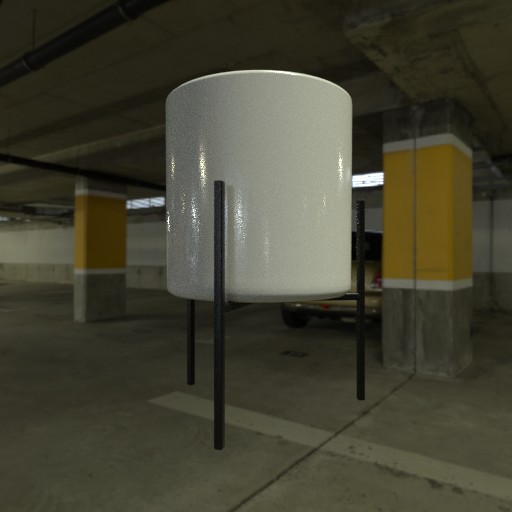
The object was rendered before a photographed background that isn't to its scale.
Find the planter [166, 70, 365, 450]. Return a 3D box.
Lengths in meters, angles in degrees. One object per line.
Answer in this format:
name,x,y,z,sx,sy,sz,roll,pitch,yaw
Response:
planter,0.000,0.000,0.519,0.239,0.356,0.239,0,0,18
